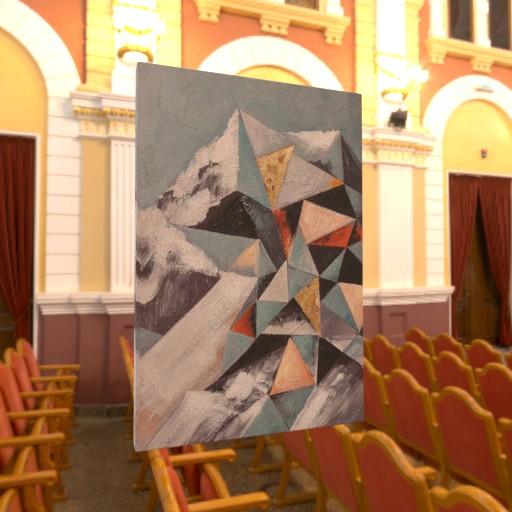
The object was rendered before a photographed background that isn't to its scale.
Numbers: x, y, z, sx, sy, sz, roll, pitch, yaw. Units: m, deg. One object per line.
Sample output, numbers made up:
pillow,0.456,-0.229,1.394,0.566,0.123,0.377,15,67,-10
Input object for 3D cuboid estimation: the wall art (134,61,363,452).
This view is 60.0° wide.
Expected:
wall art,0.000,0.000,1.157,0.609,0.911,0.061,0,-1,-19
